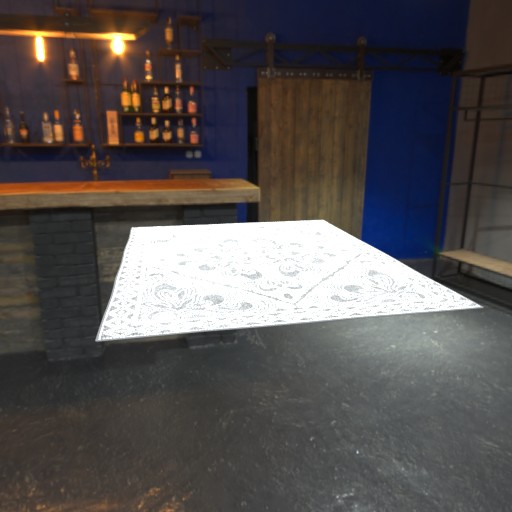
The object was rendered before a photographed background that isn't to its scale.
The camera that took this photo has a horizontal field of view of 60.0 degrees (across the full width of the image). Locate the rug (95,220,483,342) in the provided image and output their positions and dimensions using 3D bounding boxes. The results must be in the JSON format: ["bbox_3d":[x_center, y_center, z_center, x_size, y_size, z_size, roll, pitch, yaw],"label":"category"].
[{"bbox_3d":[0.000,0.000,4.085,2.438,0.012,3.048,-3,16,-11],"label":"rug"}]
